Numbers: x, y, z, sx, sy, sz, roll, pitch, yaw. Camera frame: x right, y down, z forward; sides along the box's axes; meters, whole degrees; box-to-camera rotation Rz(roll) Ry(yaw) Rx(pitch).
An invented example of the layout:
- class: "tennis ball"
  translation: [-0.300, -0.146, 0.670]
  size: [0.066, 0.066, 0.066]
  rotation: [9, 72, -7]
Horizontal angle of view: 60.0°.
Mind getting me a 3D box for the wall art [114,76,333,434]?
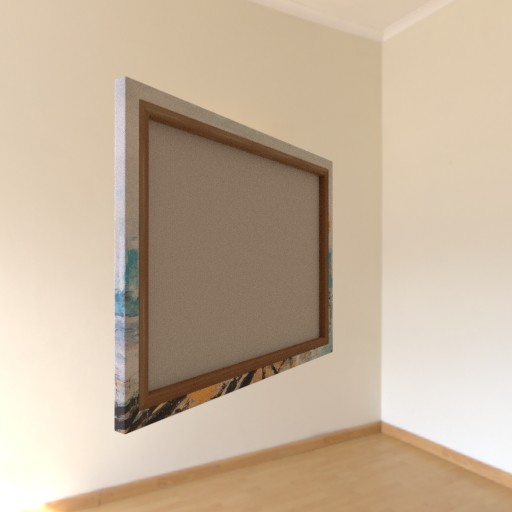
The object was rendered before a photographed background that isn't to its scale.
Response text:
- class: "wall art"
  translation: [0.000, 0.000, 1.364]
  size: [0.038, 0.762, 1.016]
  rotation: [0, 0, 35]
